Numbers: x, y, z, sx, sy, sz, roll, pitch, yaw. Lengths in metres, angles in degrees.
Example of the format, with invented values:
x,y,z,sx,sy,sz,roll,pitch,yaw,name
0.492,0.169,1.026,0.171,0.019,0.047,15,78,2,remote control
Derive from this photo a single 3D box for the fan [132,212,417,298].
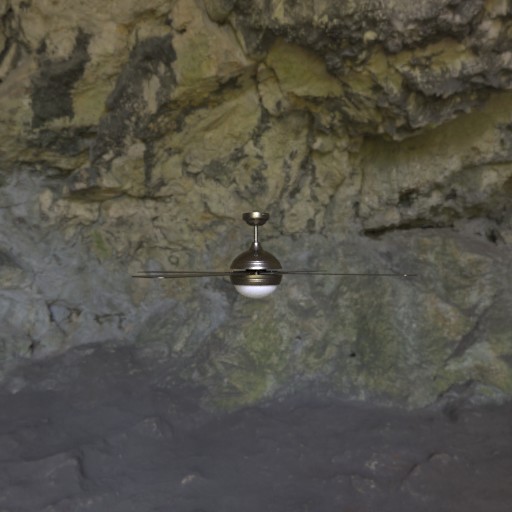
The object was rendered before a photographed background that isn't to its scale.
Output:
x,y,z,sx,sy,sz,roll,pitch,yaw,name
0.000,0.000,2.002,1.321,0.381,1.321,1,-1,-38,fan
